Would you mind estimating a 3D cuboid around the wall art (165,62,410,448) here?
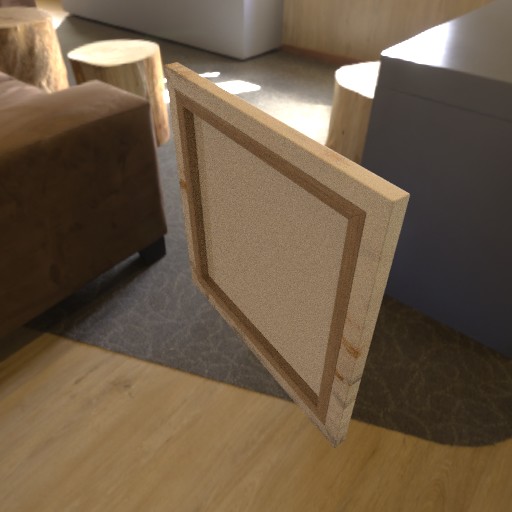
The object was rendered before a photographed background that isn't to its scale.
[{"bbox_3d":[0.000,0.000,1.134,0.038,0.755,0.753,-24,46,-26],"label":"wall art"}]
